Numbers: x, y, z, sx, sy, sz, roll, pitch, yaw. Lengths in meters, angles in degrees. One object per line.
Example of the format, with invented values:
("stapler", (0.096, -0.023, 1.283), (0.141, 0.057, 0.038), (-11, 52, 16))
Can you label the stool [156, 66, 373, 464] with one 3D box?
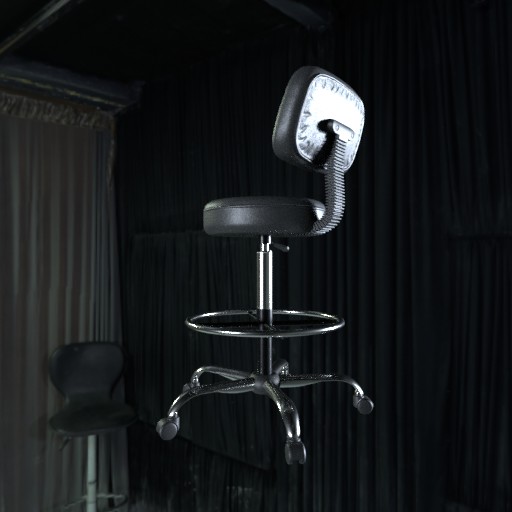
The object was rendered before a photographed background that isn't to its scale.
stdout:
("stool", (0.000, 0.000, 1.503), (0.658, 1.069, 0.694), (0, 0, 36))
